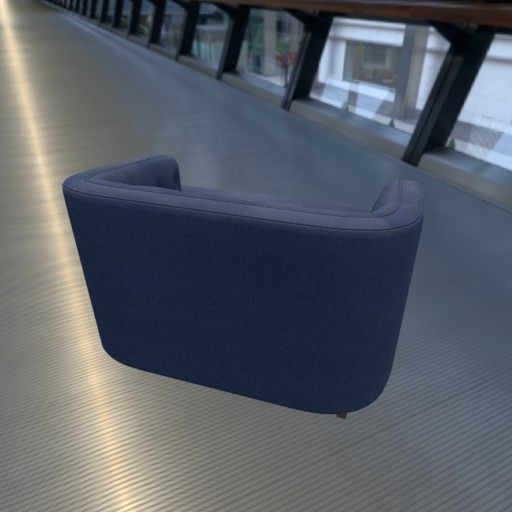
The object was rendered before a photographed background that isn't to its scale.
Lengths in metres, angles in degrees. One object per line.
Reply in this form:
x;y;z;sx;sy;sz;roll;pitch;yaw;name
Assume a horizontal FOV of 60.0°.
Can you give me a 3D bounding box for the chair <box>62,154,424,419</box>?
0.000;0.000;1.703;1.118;0.787;0.914;9;32;15;chair
